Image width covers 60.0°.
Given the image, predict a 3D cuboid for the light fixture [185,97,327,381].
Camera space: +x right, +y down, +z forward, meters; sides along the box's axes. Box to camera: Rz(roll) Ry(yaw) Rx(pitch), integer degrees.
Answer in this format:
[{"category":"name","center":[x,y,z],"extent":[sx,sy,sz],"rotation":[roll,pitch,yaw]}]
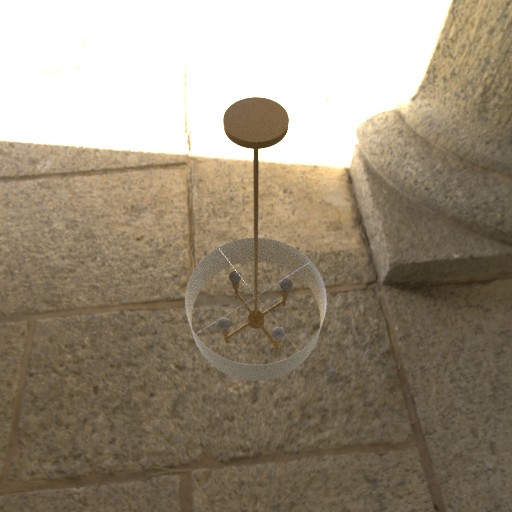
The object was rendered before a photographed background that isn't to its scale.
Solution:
[{"category":"light fixture","center":[0.000,0.000,1.357],"extent":[0.508,1.067,0.508],"rotation":[0,58,0]}]
